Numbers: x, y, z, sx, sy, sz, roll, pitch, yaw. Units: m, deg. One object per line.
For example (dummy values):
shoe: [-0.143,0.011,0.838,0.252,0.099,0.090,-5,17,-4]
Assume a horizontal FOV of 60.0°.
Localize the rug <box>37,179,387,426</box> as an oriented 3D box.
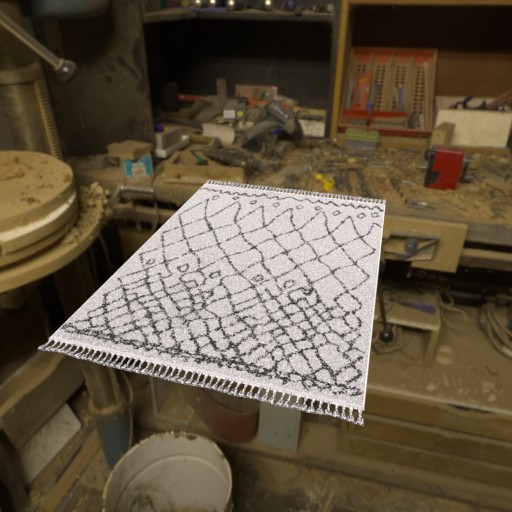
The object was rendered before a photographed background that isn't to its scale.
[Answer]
rug: [0.000,0.000,2.973,1.613,0.017,2.312,9,33,14]
